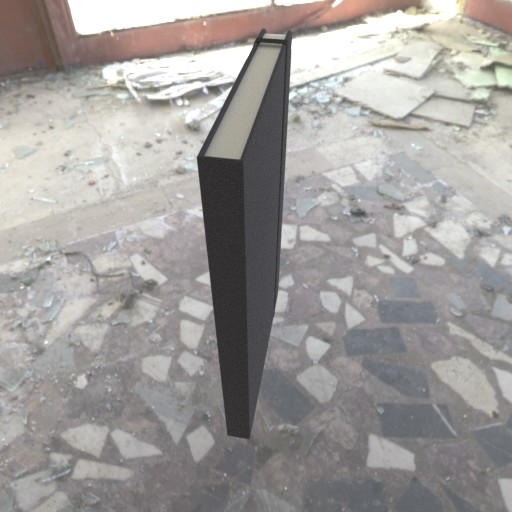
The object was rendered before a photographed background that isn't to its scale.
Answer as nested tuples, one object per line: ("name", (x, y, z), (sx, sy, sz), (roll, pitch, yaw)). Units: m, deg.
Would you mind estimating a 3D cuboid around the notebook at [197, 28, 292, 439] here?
("notebook", (0.000, 0.000, 0.259), (0.016, 0.213, 0.127), (7, 46, 7))
